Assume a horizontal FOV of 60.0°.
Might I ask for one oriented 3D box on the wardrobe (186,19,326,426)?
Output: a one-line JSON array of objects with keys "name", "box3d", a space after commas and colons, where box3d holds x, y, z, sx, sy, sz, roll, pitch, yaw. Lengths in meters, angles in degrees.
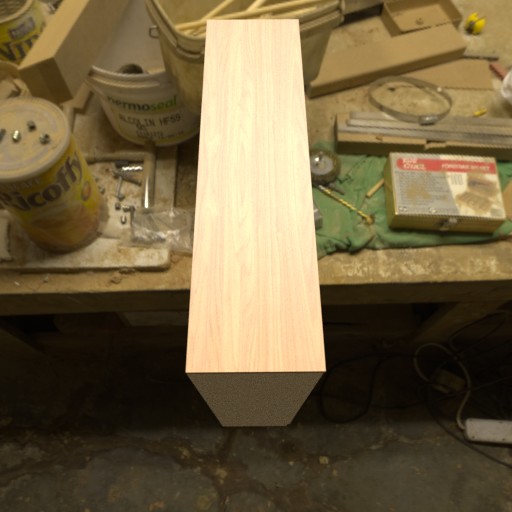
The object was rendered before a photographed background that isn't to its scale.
[{"name": "wardrobe", "box3d": [0.000, 0.000, 3.289, 0.590, 2.260, 2.160, 0, 64, 0]}]
